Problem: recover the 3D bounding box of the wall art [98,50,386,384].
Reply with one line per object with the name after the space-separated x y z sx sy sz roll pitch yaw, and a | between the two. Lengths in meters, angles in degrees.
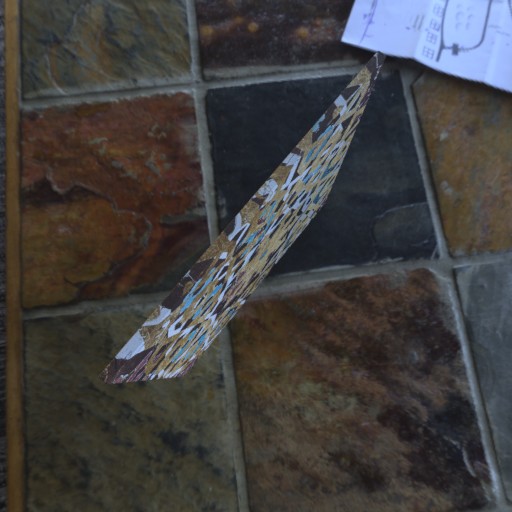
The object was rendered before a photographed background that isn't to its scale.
0.000 0.000 0.600 0.010 0.406 0.404 38 79 9 | wall art
